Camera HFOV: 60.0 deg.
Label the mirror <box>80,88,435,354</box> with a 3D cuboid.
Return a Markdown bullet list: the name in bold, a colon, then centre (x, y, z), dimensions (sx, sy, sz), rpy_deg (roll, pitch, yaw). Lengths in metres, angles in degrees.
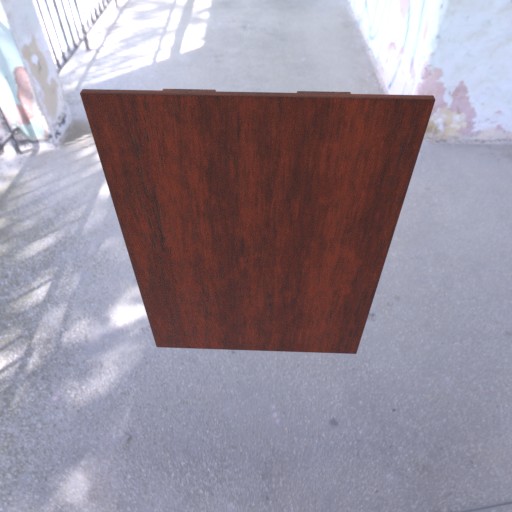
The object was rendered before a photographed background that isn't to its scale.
- **mirror**: centre (0.000, 0.000, 1.046), dimensions (0.600, 0.805, 0.021), rpy_deg (2, 47, 2)
